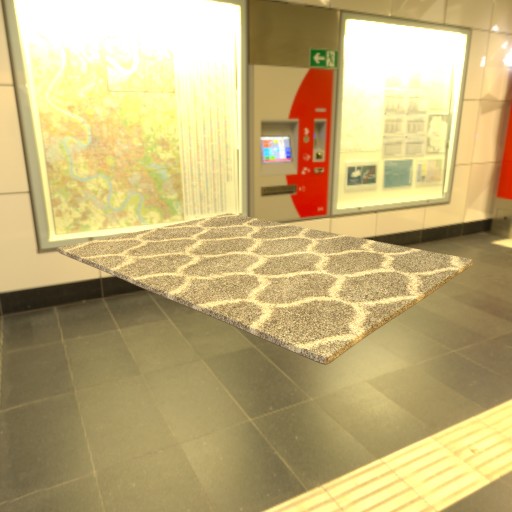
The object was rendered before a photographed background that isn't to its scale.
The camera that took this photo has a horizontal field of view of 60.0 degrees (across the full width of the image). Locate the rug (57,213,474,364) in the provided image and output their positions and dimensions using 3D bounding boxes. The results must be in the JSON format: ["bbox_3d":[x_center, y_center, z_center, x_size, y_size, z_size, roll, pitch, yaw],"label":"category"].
[{"bbox_3d":[0.000,0.000,2.107,1.600,0.025,1.200,15,22,40],"label":"rug"}]
